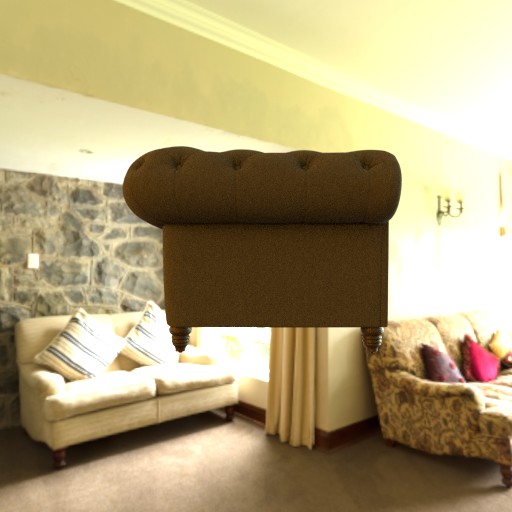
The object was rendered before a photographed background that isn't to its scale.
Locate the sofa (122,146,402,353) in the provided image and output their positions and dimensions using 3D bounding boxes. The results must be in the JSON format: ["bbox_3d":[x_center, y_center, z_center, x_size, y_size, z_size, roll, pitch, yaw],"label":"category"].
[{"bbox_3d":[0.000,0.000,2.439,0.986,0.764,1.998,0,-2,0],"label":"sofa"}]
